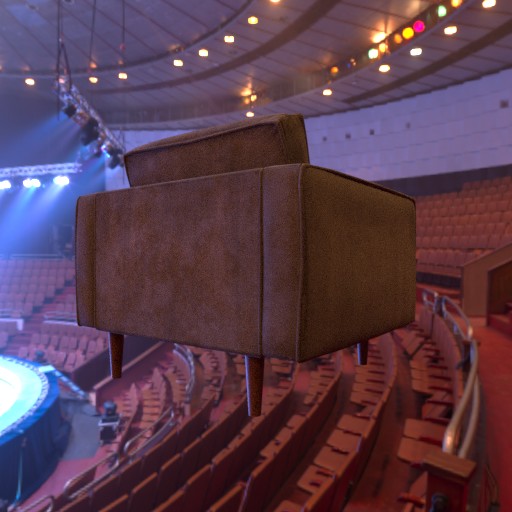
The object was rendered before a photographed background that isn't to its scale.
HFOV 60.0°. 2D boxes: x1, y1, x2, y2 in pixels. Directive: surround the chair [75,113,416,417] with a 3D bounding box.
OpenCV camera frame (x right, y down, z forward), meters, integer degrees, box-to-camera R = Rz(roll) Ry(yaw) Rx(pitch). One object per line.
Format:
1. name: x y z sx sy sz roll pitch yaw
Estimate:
1. chair: 0.000 0.000 1.540 0.928 0.773 0.843 0 0 37
